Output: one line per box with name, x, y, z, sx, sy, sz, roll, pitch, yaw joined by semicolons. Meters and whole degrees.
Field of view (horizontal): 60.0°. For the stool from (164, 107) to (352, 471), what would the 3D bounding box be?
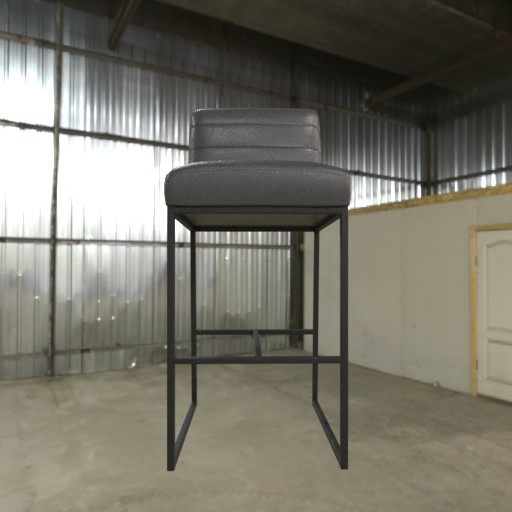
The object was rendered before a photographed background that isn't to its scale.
stool;0.000;0.000;1.325;0.457;1.040;0.552;0;-1;-1
